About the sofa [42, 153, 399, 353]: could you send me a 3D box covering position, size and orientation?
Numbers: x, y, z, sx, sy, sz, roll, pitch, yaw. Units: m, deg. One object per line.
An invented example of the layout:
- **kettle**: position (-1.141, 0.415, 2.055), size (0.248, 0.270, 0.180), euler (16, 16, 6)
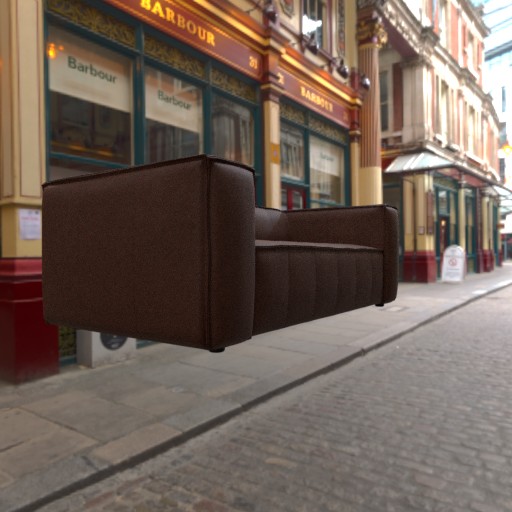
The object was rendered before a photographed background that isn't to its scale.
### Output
- **sofa**: position (0.000, 0.000, 2.599), size (1.102, 0.703, 2.088), euler (0, 0, 35)
